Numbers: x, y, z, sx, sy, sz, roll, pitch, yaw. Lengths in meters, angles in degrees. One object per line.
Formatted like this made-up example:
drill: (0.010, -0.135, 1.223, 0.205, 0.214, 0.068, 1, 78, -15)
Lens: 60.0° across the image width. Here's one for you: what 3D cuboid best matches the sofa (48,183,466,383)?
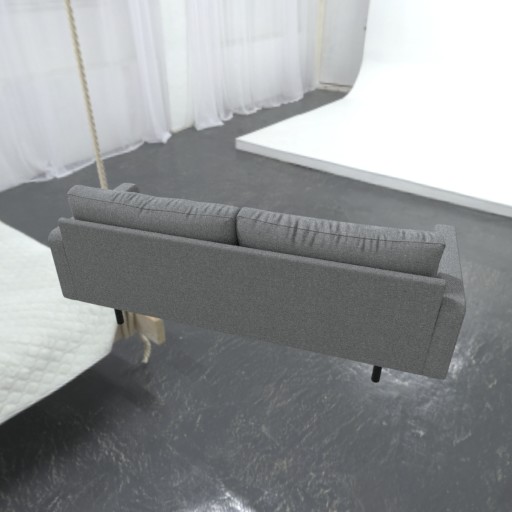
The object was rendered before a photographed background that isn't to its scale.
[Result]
sofa: (0.000, 0.000, 2.651, 2.200, 0.880, 0.880, 9, 33, 15)
